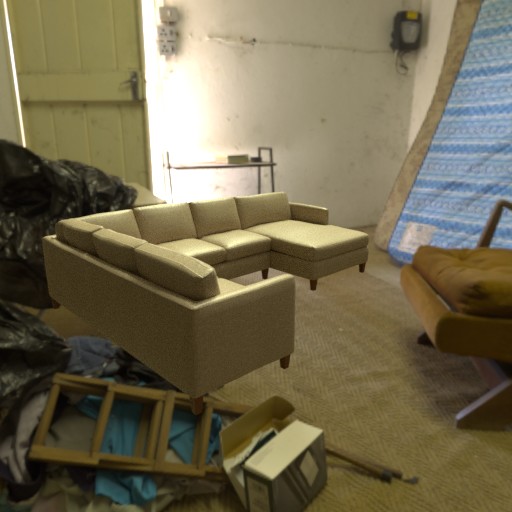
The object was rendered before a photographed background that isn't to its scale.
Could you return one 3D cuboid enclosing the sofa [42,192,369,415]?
[{"bbox_3d":[0.000,0.000,4.681,3.460,0.961,2.594,-14,21,-42],"label":"sofa"}]
